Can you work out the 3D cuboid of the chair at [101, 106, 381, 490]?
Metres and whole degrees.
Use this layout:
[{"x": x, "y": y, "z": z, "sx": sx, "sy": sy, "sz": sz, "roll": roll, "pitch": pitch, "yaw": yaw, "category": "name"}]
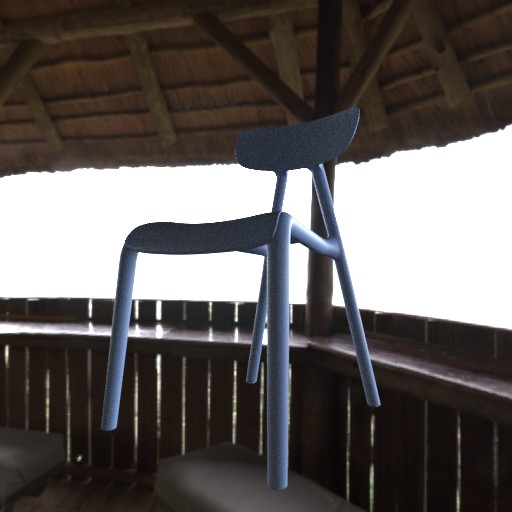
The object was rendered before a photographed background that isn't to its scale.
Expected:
[{"x": 0.000, "y": 0.000, "z": 0.800, "sx": 0.356, "sy": 0.580, "sz": 0.401, "roll": -1, "pitch": -2, "yaw": 35, "category": "chair"}]
